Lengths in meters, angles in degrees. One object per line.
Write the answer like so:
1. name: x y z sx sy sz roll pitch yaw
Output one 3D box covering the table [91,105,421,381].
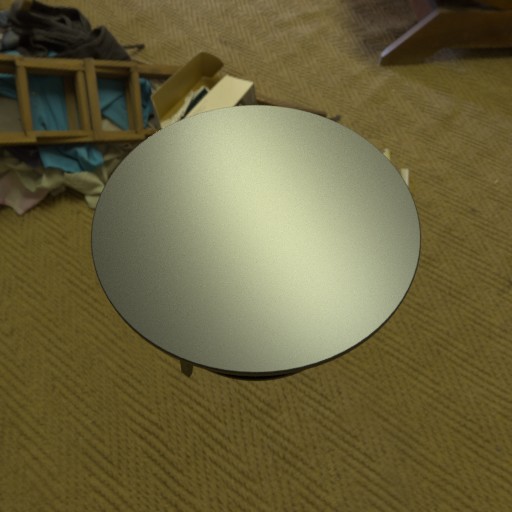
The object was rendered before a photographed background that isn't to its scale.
1. table: 0.000 0.000 1.442 0.914 0.457 0.914 0 58 0
